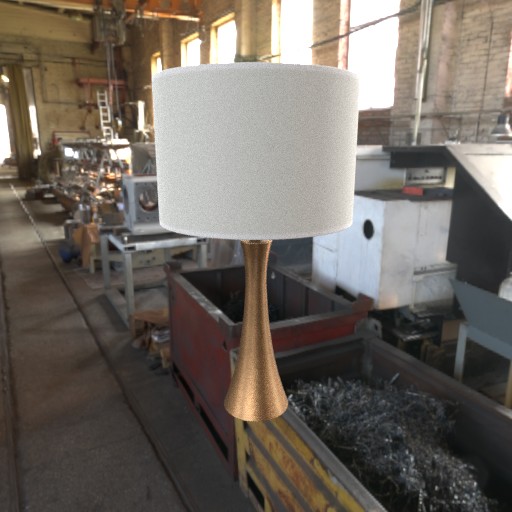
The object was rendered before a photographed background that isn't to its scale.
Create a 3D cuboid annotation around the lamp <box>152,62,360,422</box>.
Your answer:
[{"bbox_3d":[0.000,0.000,0.643,0.268,0.479,0.268,7,16,25],"label":"lamp"}]
